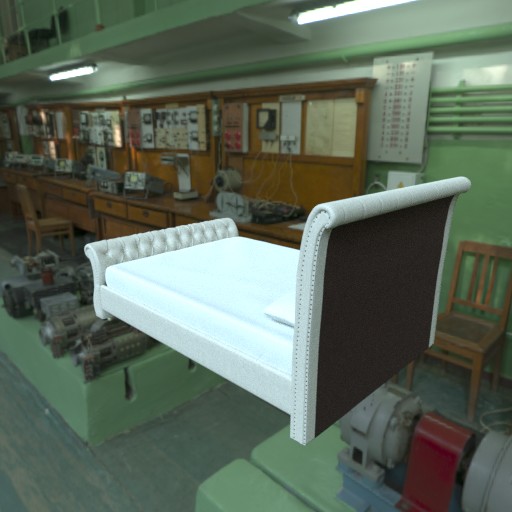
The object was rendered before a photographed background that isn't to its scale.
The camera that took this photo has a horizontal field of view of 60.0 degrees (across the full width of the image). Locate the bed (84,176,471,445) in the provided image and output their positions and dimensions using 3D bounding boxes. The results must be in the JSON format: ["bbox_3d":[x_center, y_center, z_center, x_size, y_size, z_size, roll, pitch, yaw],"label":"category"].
[{"bbox_3d":[0.000,0.000,3.423,2.493,1.268,1.606,15,22,42],"label":"bed"}]
